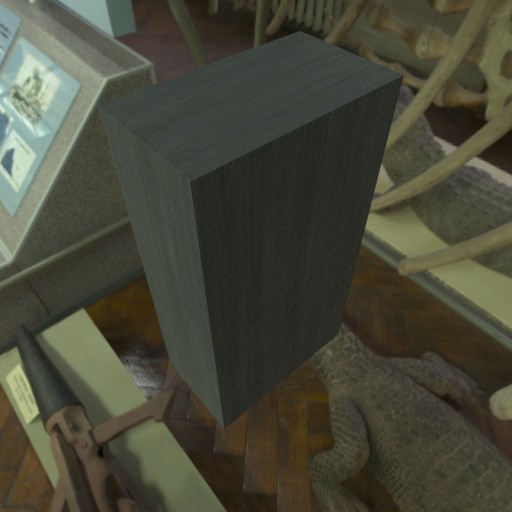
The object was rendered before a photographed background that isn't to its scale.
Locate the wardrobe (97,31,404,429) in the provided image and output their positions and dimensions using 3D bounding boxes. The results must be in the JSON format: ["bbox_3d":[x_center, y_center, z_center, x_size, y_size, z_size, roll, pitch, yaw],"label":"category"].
[{"bbox_3d":[0.000,0.000,2.280,0.991,1.808,0.577,-33,55,-26],"label":"wardrobe"}]
